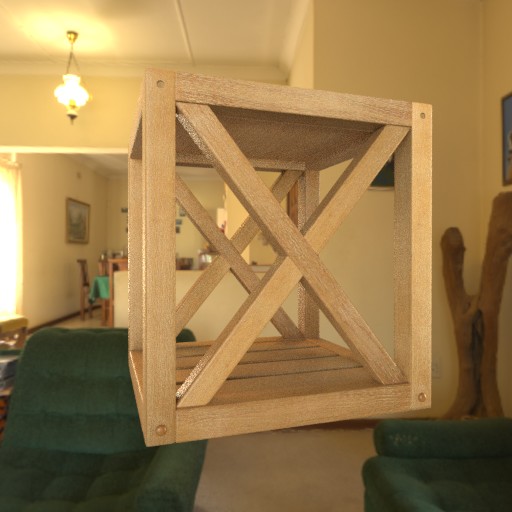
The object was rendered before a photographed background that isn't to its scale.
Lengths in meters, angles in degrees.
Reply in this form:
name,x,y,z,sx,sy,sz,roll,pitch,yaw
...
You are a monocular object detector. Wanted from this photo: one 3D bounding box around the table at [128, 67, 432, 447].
name,x,y,z,sx,sy,sz,roll,pitch,yaw
table,0.000,0.000,1.055,0.559,0.610,0.558,0,0,-19
